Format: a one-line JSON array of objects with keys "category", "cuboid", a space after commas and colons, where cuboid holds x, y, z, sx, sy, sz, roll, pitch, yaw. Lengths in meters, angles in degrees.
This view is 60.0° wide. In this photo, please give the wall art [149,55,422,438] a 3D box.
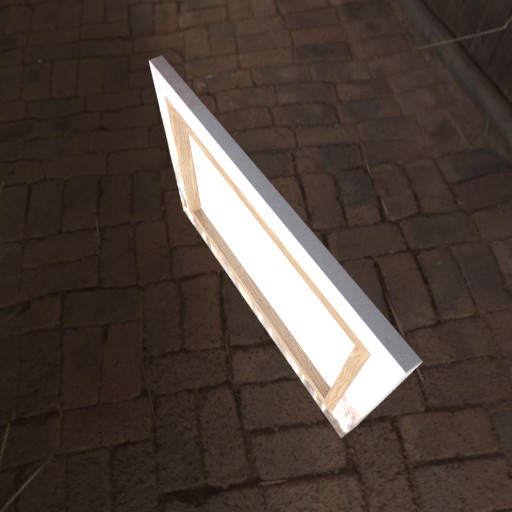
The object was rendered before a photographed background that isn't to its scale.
[{"category": "wall art", "cuboid": [0.000, 0.000, 1.149, 0.040, 0.608, 0.916, -29, 63, -16]}]
